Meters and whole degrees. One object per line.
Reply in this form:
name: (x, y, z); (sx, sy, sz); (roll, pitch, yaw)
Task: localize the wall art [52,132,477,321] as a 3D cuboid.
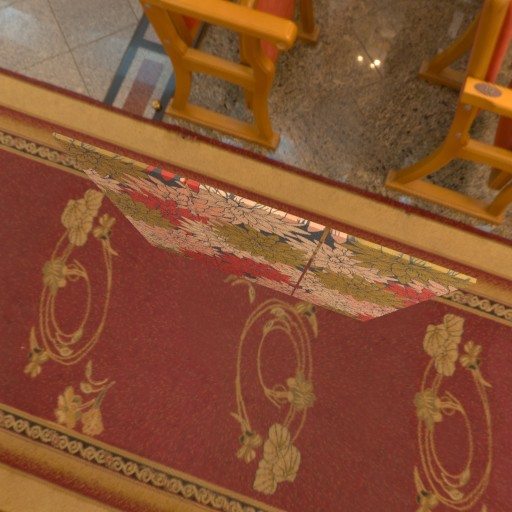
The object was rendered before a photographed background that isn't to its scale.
wall art: (0.000, 0.000, 1.780); (1.206, 1.218, 0.013); (20, 78, 4)
